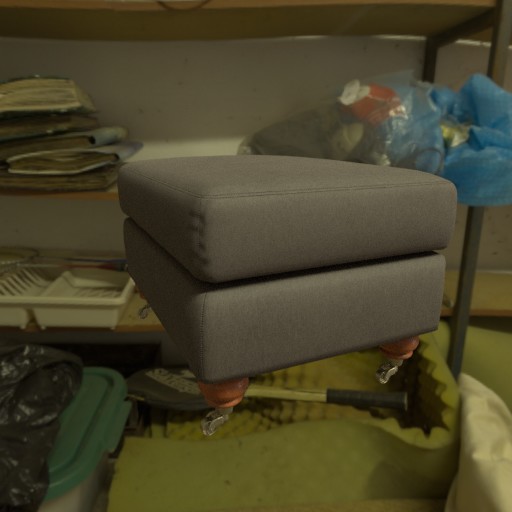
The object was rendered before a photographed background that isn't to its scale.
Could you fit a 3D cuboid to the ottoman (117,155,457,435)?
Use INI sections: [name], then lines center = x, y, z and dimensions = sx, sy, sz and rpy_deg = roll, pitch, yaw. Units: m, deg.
[ottoman]
center = 0.000, 0.000, 1.141
dimensions = 0.574, 0.497, 0.773
rpy_deg = -7, 17, -24
